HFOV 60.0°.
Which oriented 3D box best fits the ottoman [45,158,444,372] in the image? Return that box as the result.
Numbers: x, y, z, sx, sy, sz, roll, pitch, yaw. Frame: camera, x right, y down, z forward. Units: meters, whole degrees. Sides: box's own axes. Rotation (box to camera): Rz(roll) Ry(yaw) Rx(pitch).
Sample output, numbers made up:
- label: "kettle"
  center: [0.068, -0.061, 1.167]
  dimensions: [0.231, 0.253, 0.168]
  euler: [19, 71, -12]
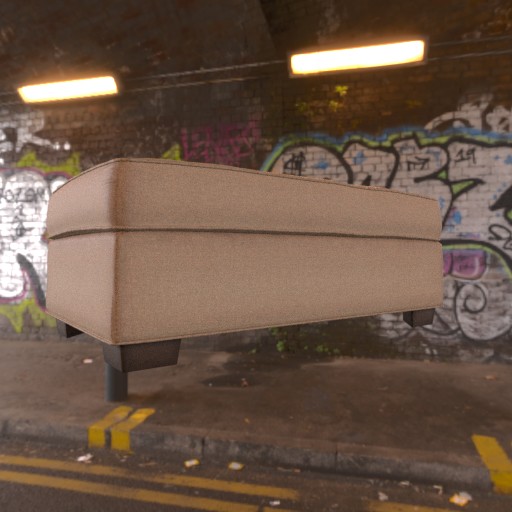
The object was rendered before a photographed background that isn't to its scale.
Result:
- label: "ottoman"
  center: [0.000, 0.000, 1.377]
  dimensions: [1.097, 0.448, 0.617]
  euler: [0, 0, -36]
